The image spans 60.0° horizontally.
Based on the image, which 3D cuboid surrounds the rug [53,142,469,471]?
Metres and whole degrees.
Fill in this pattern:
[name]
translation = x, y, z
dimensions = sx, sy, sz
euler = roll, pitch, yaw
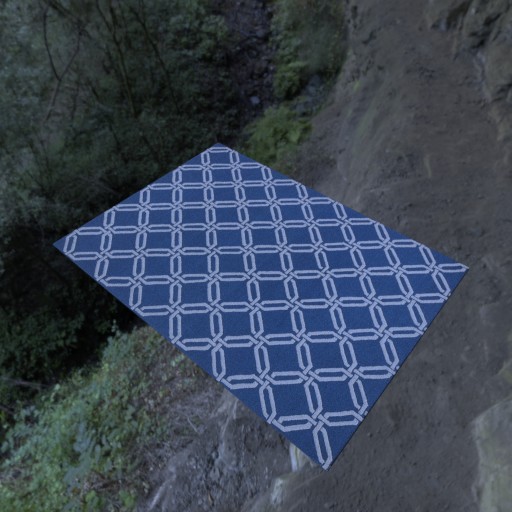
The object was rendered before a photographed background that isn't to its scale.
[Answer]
[rug]
translation = 0.000, 0.000, 4.379
dimensions = 3.342, 0.018, 2.432
euler = 32, 55, 26
